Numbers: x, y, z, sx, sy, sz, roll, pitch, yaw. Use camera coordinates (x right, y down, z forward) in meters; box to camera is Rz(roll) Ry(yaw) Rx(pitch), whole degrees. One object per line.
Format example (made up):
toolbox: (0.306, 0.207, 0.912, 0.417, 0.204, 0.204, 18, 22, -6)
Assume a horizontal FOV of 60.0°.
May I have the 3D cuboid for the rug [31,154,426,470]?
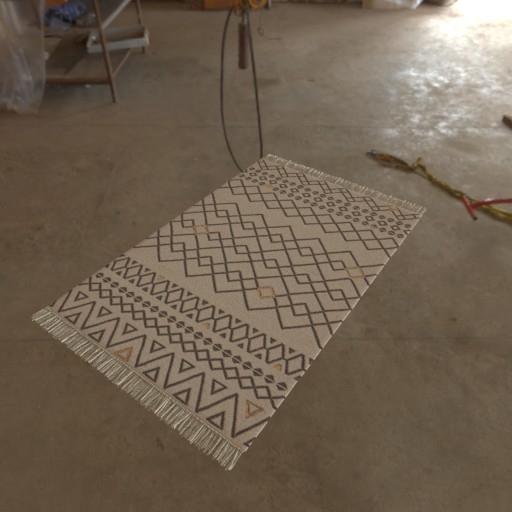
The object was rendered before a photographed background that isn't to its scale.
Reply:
rug: (0.000, 0.000, 2.461, 1.224, 0.028, 2.023, 26, 47, 26)
